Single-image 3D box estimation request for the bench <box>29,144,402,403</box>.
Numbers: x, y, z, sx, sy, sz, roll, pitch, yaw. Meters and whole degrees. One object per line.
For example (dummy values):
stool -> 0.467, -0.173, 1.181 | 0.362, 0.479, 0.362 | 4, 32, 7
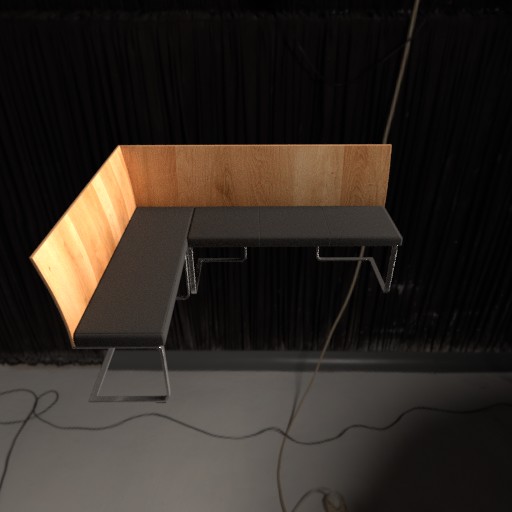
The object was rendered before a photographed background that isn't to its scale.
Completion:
bench -> 0.000, 0.000, 2.770 | 1.945, 0.930, 1.495 | 0, 32, -1
